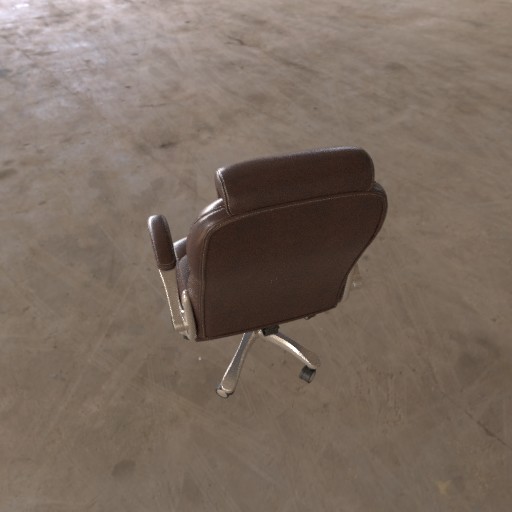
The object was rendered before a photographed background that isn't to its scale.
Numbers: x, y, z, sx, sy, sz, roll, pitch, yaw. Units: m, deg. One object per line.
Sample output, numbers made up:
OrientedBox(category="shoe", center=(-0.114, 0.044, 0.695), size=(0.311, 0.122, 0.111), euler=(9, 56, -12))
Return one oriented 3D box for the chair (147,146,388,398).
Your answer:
OrientedBox(category="chair", center=(0.000, 0.000, 1.663), size=(0.733, 1.160, 0.774), euler=(-12, 43, -13))
